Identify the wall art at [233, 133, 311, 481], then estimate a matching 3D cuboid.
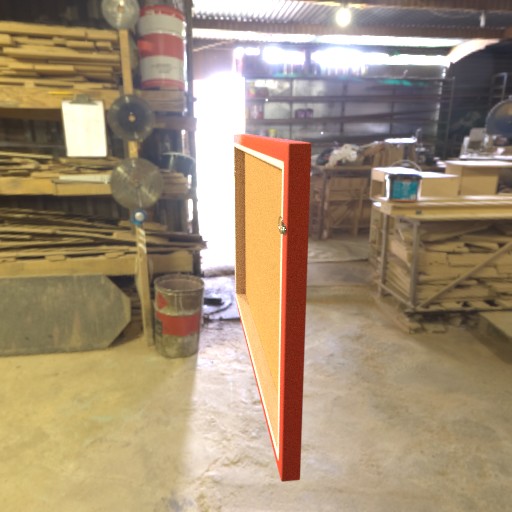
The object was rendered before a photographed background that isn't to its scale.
[{"bbox_3d":[0.000,0.000,1.168,0.040,0.609,0.913,-2,16,-8],"label":"wall art"}]
